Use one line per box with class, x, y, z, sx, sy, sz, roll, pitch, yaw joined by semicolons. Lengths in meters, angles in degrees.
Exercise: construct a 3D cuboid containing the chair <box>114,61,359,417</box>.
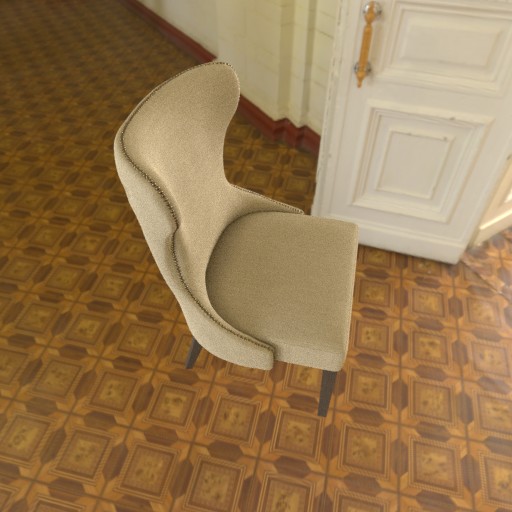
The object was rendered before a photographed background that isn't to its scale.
chair;0.000;0.000;1.396;0.635;0.967;0.628;9;48;9
